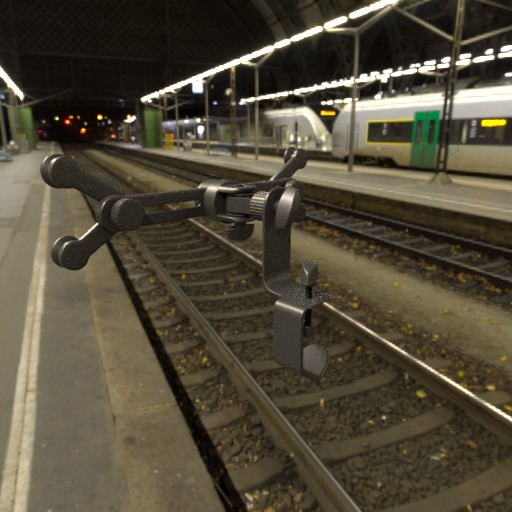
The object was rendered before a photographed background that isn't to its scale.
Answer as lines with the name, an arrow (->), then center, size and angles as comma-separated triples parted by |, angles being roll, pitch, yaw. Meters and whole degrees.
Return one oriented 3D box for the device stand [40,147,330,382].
device stand -> 0.000, 0.000, 0.361 | 0.270, 0.166, 0.142 | -15, 21, -43
